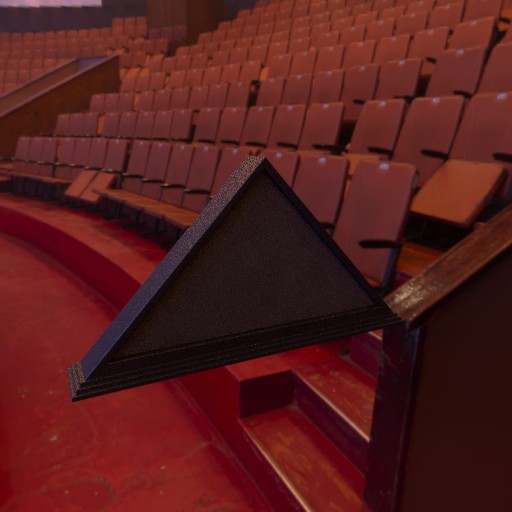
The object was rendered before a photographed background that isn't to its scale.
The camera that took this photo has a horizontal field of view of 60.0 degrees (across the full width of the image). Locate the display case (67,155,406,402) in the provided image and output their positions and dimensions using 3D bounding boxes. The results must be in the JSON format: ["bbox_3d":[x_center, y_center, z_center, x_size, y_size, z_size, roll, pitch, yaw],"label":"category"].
[{"bbox_3d":[0.000,0.000,0.774,0.640,0.340,0.095,-7,17,-25],"label":"display case"}]
